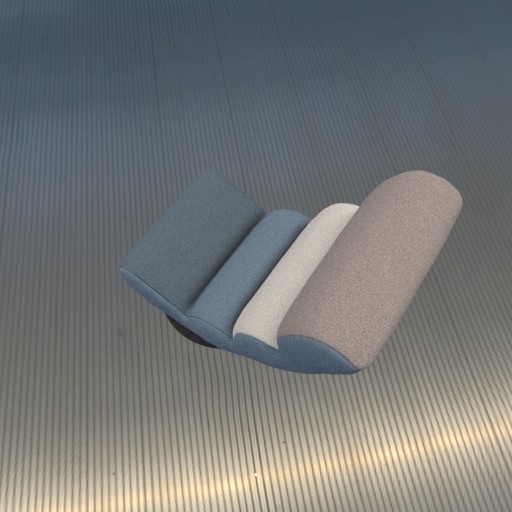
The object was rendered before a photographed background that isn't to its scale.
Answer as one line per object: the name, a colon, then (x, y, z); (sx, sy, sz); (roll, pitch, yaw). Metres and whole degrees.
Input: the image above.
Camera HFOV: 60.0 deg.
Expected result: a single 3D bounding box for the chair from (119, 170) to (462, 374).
chair: (0.000, 0.000, 1.062); (0.661, 0.641, 0.420); (32, 68, 15)
